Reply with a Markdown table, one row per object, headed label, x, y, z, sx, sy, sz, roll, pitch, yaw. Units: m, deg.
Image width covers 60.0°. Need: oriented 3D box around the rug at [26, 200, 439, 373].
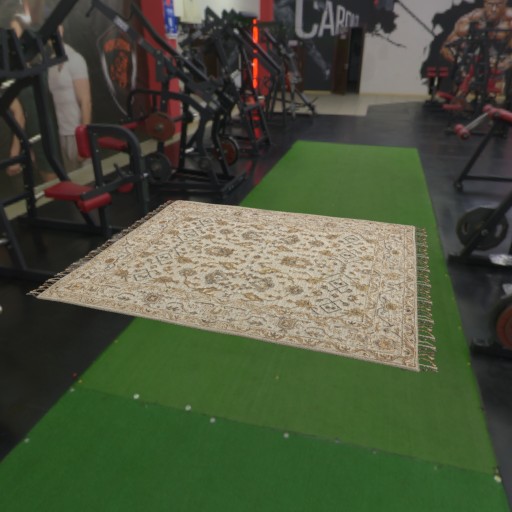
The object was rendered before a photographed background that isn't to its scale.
| label | x | y | z | sx | sy | sz | roll | pitch | yaw |
| --- | --- | --- | --- | --- | --- | --- | --- | --- | --- |
| rug | 0.000 | 0.000 | 4.105 | 3.061 | 0.034 | 2.426 | 8 | 27 | 16 |
